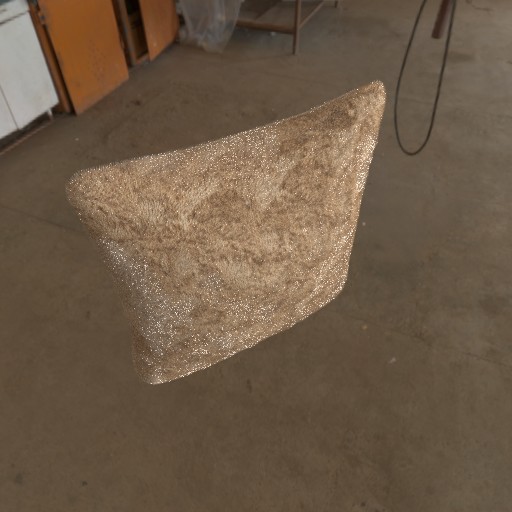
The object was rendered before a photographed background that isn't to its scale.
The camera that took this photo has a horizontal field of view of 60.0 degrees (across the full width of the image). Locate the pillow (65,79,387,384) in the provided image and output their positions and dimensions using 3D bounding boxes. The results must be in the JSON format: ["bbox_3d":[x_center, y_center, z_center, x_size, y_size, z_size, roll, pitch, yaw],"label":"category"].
[{"bbox_3d":[0.000,0.000,0.811,0.538,0.525,0.216,-23,50,-21],"label":"pillow"}]
